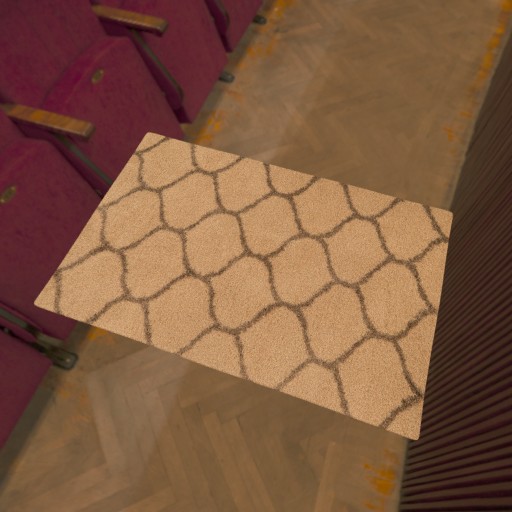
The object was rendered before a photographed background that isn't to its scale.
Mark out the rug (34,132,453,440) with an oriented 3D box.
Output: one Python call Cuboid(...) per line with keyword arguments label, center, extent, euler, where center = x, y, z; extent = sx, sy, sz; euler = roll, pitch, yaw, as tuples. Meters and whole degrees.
Cuboid(label="rug", center=(0.000, 0.000, 3.330), extent=(2.701, 0.026, 1.801), euler=(17, 61, 10))
